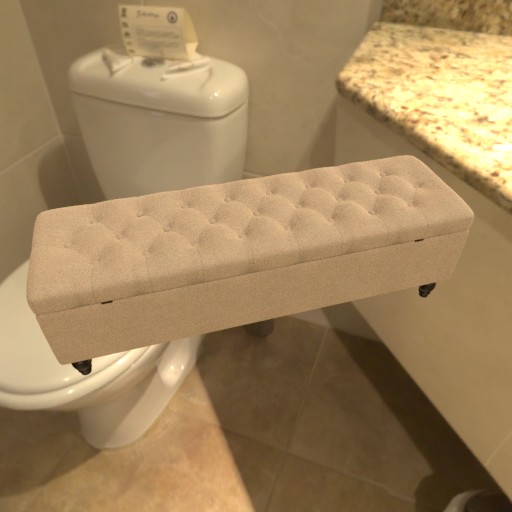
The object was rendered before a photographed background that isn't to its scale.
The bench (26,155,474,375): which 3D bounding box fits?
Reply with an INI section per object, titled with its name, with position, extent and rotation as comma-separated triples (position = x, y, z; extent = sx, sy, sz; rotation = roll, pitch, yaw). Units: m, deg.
[bench]
position = 0.000, 0.000, 1.683
extent = 1.480, 0.467, 0.455
rotation = -11, 43, -12
